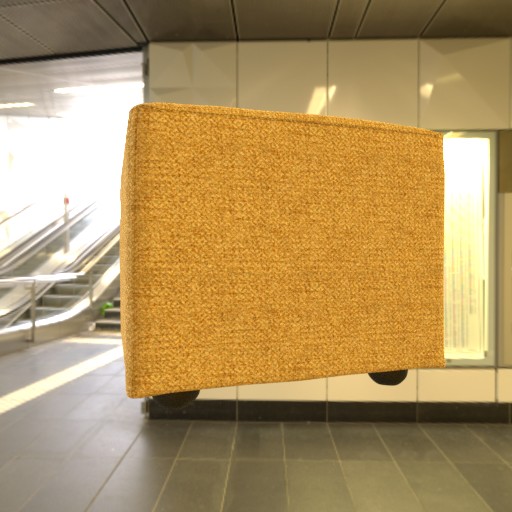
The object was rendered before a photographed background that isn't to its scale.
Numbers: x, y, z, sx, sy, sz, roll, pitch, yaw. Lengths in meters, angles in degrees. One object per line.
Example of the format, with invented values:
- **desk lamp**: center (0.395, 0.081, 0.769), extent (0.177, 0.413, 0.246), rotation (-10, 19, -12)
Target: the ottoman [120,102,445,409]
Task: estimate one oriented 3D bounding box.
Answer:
- **ottoman**: center (0.000, 0.000, 0.870), extent (0.505, 0.441, 0.512), rotation (0, 1, -18)
